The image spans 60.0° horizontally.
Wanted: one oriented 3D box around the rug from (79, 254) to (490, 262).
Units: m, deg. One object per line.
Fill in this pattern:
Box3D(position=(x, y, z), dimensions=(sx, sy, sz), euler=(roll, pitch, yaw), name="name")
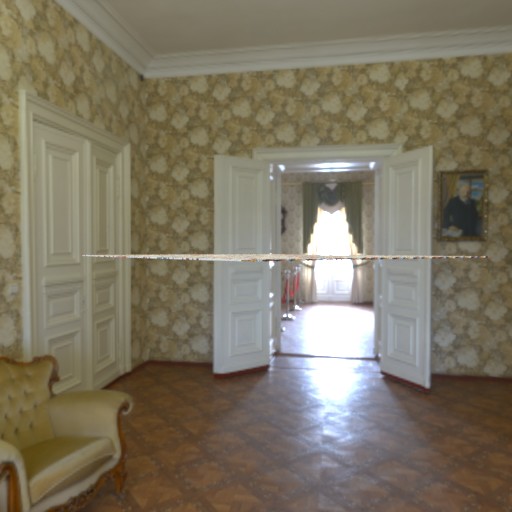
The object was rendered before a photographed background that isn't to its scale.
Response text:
Box3D(position=(0.000, 0.000, 4.290), dimensions=(2.439, 0.015, 3.274), euler=(0, 1, -36), name="rug")
